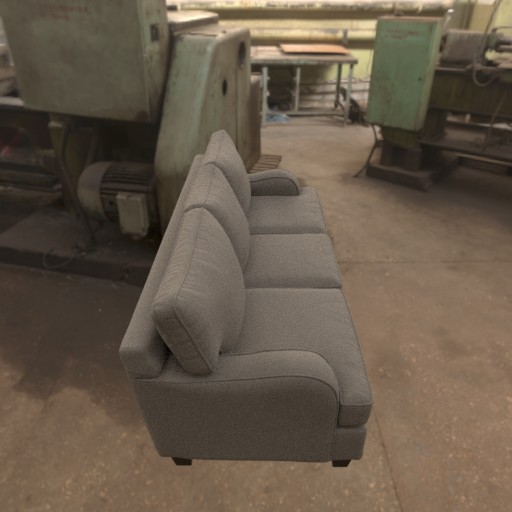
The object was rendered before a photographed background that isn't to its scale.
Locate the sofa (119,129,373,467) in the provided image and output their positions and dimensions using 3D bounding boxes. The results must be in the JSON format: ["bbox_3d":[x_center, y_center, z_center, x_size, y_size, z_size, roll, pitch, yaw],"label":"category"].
[{"bbox_3d":[0.000,0.000,2.767,1.016,0.991,2.323,0,31,1],"label":"sofa"}]
